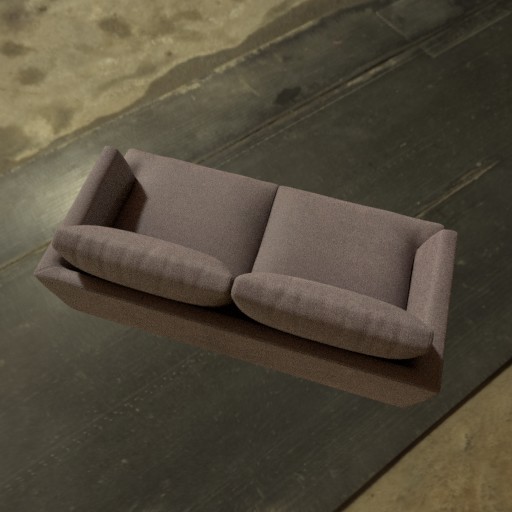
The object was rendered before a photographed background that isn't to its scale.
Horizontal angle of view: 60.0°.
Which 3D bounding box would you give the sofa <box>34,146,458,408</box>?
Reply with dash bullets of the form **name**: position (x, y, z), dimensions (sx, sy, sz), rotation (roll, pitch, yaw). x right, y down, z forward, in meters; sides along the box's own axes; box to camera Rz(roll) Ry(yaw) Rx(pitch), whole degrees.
- **sofa**: position (0.000, 0.000, 2.401), dimensions (1.948, 0.868, 1.020), rotation (15, 65, 7)
